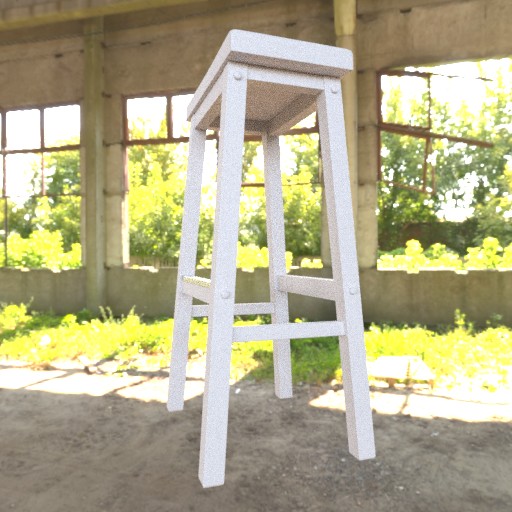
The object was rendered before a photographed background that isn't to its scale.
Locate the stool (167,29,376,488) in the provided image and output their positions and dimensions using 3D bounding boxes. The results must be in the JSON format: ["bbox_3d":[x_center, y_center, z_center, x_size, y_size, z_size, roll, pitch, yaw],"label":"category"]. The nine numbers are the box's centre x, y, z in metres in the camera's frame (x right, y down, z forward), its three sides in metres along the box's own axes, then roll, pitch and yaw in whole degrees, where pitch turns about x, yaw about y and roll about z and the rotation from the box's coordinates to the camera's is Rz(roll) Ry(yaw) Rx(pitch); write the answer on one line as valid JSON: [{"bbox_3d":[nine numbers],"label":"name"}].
[{"bbox_3d":[0.000,0.000,0.950,0.322,0.742,0.406,0,0,-19],"label":"stool"}]
